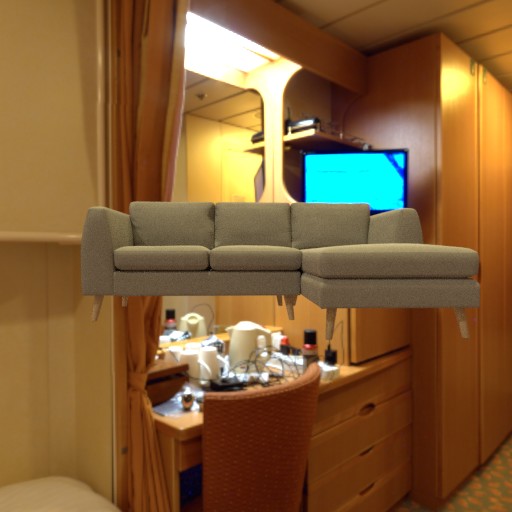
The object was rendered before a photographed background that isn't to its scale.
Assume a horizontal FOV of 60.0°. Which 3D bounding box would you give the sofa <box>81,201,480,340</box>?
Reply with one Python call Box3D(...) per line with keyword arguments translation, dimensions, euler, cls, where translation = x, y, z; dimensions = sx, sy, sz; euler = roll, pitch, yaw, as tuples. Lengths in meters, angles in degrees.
Box3D(translation=(0.000, 0.000, 3.039), dimensions=(2.300, 0.860, 1.580), euler=(0, 1, -2), cls="sofa")
